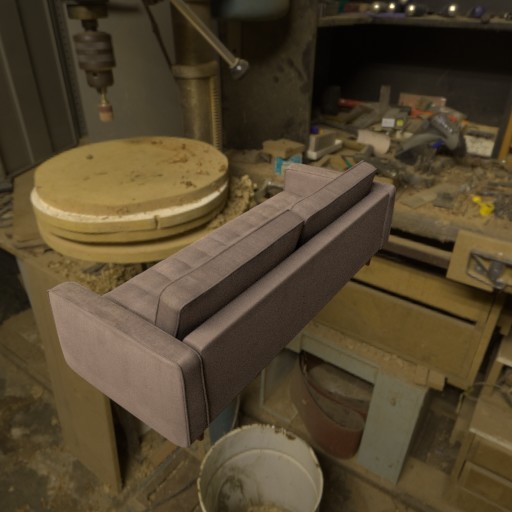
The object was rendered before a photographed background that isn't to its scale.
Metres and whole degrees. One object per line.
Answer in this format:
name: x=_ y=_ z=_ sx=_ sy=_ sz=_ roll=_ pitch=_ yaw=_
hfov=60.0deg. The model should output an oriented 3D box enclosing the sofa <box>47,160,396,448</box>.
sofa: x=0.000 y=0.000 z=2.773 sx=0.923 sy=0.813 sz=2.295 roll=21 pitch=37 yaw=30
